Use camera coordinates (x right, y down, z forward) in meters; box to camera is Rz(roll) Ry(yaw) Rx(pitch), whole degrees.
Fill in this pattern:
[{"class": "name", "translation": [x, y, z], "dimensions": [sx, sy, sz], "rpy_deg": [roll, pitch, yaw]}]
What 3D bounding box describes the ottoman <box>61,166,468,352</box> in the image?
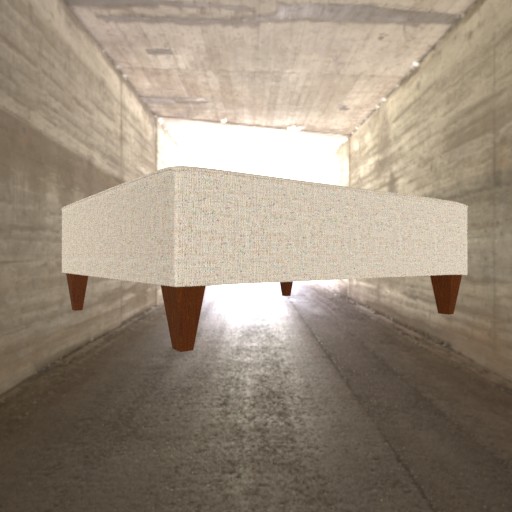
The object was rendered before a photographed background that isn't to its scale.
[{"class": "ottoman", "translation": [0.000, 0.000, 1.202], "dimensions": [0.835, 0.303, 0.736], "rpy_deg": [0, 0, -36]}]
